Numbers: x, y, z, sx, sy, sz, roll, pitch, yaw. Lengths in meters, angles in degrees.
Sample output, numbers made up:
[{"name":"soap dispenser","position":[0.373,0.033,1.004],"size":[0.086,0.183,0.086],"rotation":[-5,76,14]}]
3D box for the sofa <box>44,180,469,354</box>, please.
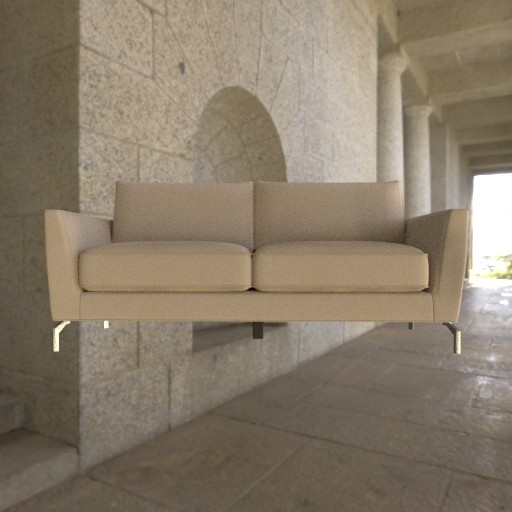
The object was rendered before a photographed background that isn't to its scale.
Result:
[{"name":"sofa","position":[0.000,0.000,2.702],"size":[2.214,1.005,0.868],"rotation":[0,0,1]}]
